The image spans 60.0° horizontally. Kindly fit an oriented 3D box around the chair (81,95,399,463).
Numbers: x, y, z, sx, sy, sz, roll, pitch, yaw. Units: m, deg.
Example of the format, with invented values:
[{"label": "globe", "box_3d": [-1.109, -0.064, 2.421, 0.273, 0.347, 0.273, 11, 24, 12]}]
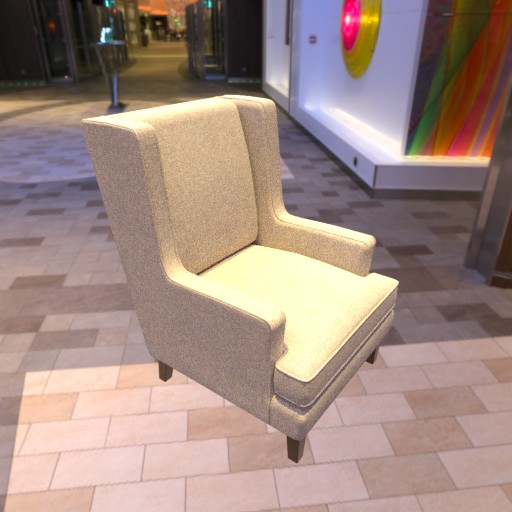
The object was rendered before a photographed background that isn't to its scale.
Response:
[{"label": "chair", "box_3d": [0.000, 0.000, 1.766, 0.948, 1.082, 0.764, 19, 33, 32]}]
